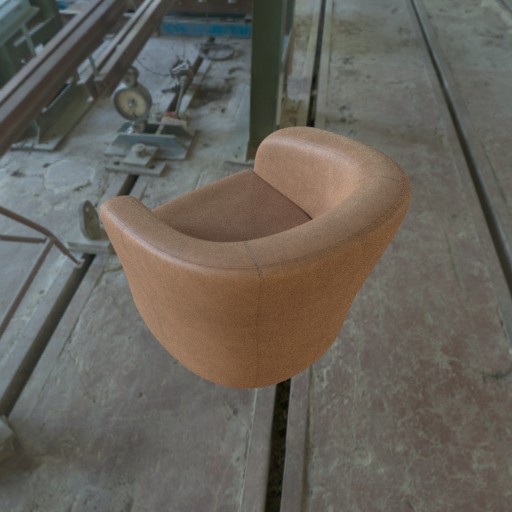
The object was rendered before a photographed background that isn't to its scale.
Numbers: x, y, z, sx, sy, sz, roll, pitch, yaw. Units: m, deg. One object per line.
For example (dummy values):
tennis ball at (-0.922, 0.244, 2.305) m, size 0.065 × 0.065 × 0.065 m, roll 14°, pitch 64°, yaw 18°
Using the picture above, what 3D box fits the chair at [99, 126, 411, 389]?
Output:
chair at (0.000, 0.000, 1.479) m, size 0.791 × 0.771 × 0.815 m, roll -29°, pitch 52°, yaw -25°
